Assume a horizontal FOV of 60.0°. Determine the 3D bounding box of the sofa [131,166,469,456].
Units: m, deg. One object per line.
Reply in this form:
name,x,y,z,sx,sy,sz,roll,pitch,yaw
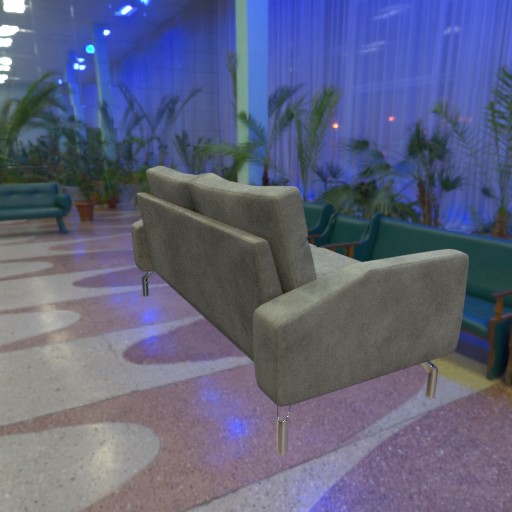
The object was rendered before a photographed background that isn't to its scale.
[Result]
sofa,0.000,0.000,2.267,0.849,0.859,1.837,-8,16,-27
